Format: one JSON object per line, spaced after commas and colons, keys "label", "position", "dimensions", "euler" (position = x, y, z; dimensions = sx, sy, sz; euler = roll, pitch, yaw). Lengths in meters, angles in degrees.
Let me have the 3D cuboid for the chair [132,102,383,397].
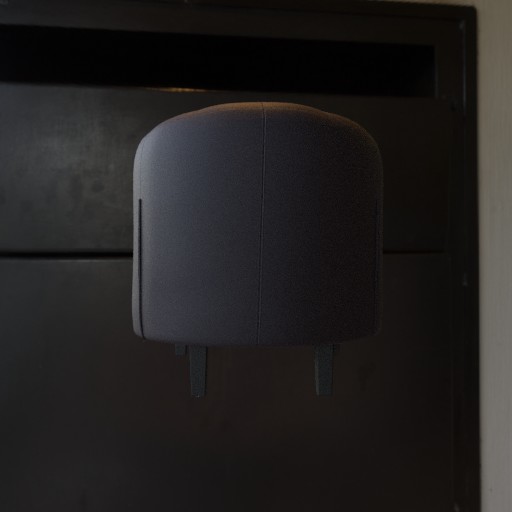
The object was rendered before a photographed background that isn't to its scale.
{"label": "chair", "position": [0.000, 0.000, 1.649], "dimensions": [0.763, 0.760, 1.191], "euler": [0, 0, -1]}
